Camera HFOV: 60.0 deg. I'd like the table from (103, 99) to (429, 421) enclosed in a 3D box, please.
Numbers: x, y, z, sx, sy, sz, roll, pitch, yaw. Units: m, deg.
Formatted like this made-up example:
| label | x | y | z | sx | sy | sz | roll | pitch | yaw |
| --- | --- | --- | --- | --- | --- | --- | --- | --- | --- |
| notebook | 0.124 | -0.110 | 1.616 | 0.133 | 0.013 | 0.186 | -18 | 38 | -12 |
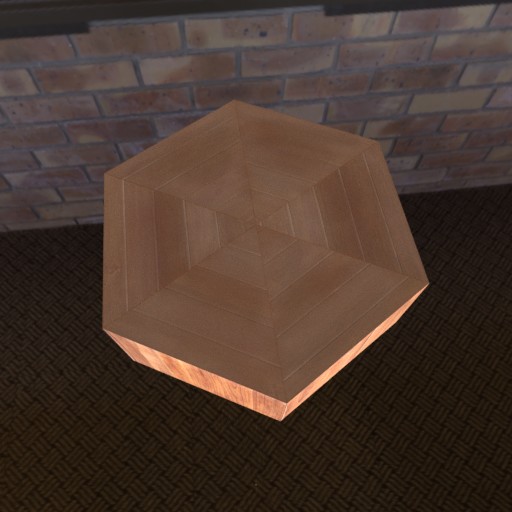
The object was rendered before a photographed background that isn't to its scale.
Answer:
| label | x | y | z | sx | sy | sz | roll | pitch | yaw |
| --- | --- | --- | --- | --- | --- | --- | --- | --- | --- |
| table | 0.000 | 0.000 | 1.672 | 1.154 | 0.456 | 1.000 | -35 | 68 | -17 |
